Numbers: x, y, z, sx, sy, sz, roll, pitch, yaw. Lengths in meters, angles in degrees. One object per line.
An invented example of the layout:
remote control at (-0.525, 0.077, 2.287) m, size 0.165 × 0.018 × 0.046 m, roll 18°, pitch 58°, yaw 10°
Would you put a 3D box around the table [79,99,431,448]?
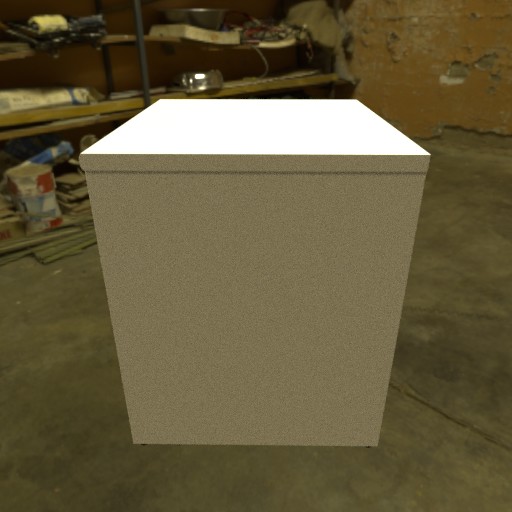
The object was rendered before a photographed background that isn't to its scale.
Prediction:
table at (0.000, 0.000, 0.768) m, size 0.380 × 0.460 × 0.420 m, roll 0°, pitch 27°, yaw 1°
